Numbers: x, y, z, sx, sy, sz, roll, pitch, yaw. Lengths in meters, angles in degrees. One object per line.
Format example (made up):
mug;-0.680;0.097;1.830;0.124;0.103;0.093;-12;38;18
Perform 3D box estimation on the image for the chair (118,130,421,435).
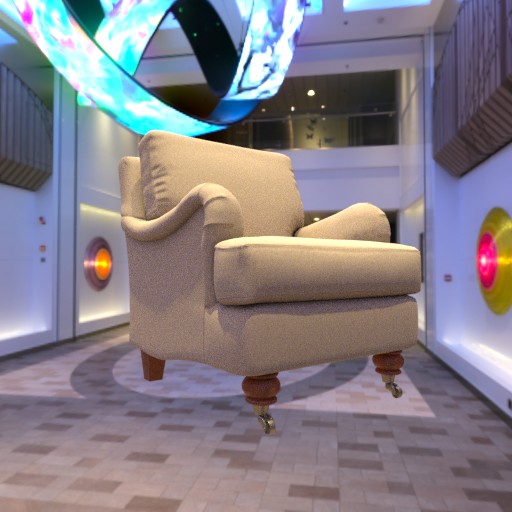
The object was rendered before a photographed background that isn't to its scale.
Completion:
chair;0.000;0.000;1.880;0.895;1.076;1.078;1;-2;-36
